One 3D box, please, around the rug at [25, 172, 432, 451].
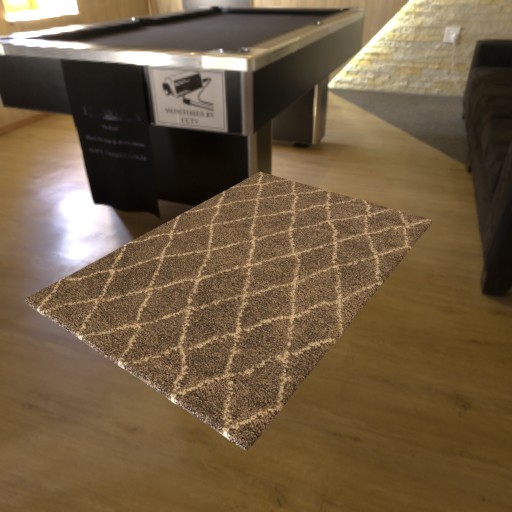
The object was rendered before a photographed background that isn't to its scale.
[{"bbox_3d":[0.000,0.000,2.239,1.219,0.030,1.778,22,39,29],"label":"rug"}]
